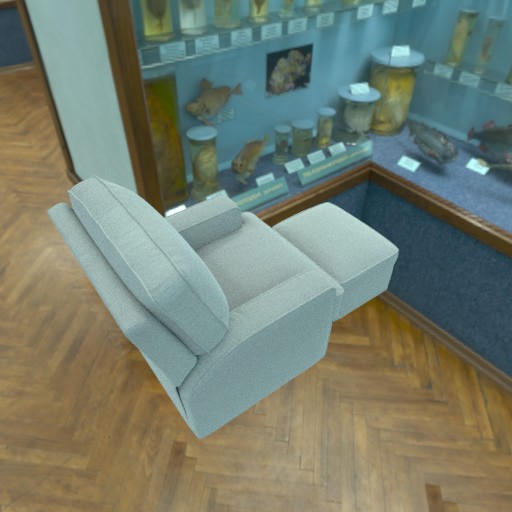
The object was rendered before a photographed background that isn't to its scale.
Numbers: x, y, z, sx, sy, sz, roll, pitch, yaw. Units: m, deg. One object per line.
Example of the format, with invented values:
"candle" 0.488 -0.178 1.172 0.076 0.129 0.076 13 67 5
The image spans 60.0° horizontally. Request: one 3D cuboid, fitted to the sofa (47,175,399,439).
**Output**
"sofa" 0.000 0.000 2.047 1.472 0.959 0.861 -26 47 -26
